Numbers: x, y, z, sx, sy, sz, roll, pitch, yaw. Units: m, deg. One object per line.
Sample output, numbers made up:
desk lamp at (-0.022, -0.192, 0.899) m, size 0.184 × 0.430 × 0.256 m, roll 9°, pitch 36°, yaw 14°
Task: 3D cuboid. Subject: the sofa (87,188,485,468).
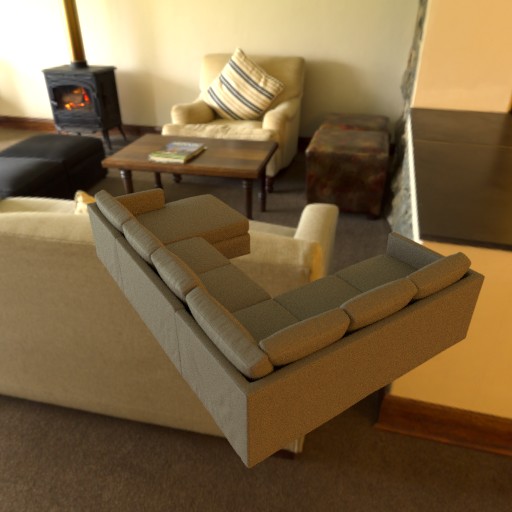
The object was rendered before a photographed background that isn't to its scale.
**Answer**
sofa at (0.000, 0.000, 4.567) m, size 2.427 × 0.882 × 3.460 m, roll -19°, pitch 35°, yaw -29°
